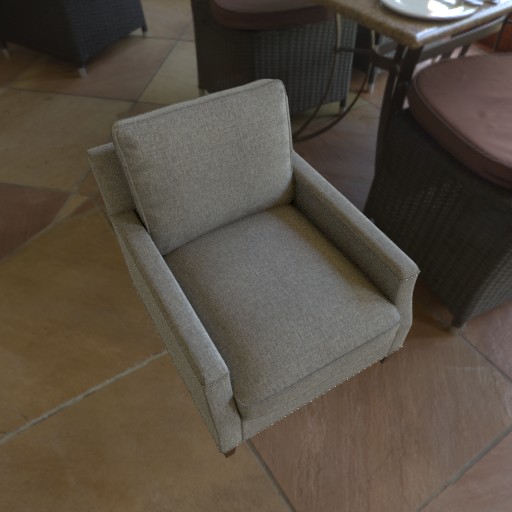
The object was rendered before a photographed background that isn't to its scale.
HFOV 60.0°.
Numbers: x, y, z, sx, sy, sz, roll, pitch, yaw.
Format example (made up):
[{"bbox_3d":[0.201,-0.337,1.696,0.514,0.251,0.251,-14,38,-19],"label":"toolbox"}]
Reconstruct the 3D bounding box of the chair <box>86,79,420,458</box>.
[{"bbox_3d":[0.000,0.000,1.703,0.853,0.943,1.014,-24,53,-20],"label":"chair"}]
